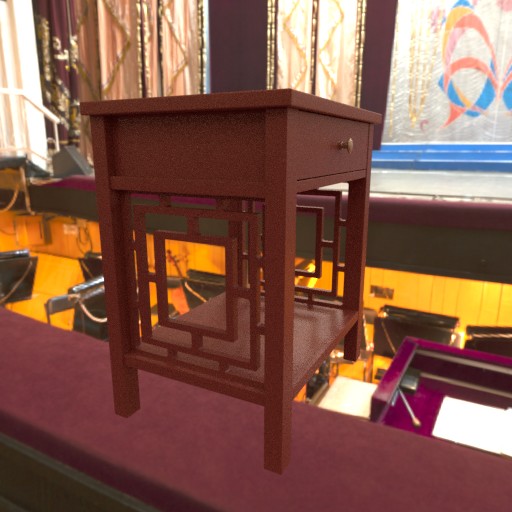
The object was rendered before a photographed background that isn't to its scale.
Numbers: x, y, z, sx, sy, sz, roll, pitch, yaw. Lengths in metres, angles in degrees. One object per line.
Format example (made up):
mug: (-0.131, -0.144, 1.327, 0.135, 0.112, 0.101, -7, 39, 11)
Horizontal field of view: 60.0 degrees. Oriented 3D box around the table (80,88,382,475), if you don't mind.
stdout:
table: (0.000, 0.000, 1.086, 0.451, 0.686, 0.599, 7, 15, 27)
